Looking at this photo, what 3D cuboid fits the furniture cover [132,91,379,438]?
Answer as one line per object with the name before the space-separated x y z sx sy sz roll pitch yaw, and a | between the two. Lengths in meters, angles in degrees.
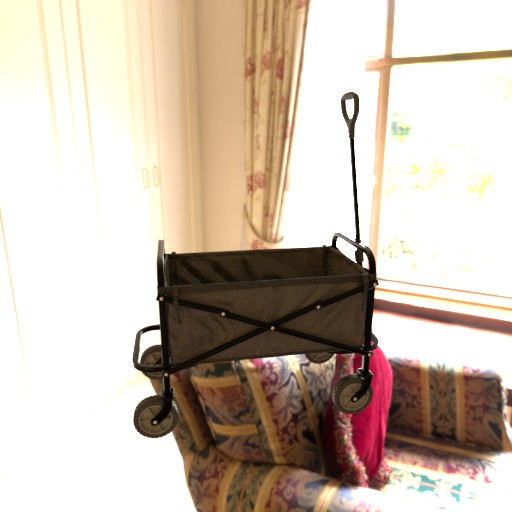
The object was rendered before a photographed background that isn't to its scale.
furniture cover | 0.000 0.000 1.840 1.038 1.295 0.532 -3 16 -10
